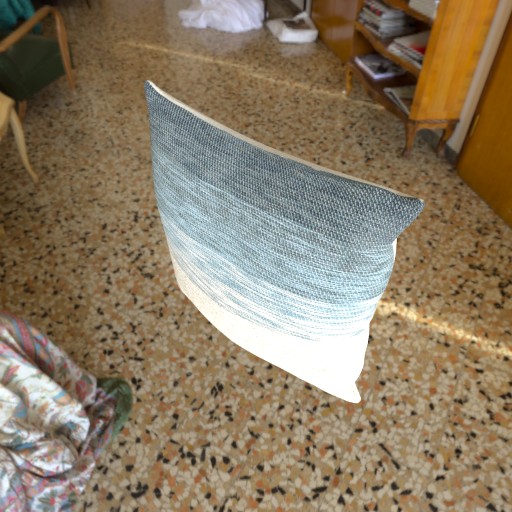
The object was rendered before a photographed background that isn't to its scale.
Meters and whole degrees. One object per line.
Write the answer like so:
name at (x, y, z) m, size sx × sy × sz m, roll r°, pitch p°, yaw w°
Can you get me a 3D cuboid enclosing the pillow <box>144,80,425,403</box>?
pillow at (0.000, 0.000, 0.690) m, size 0.440 × 0.441 × 0.182 m, roll 31°, pitch 52°, yaw 27°
